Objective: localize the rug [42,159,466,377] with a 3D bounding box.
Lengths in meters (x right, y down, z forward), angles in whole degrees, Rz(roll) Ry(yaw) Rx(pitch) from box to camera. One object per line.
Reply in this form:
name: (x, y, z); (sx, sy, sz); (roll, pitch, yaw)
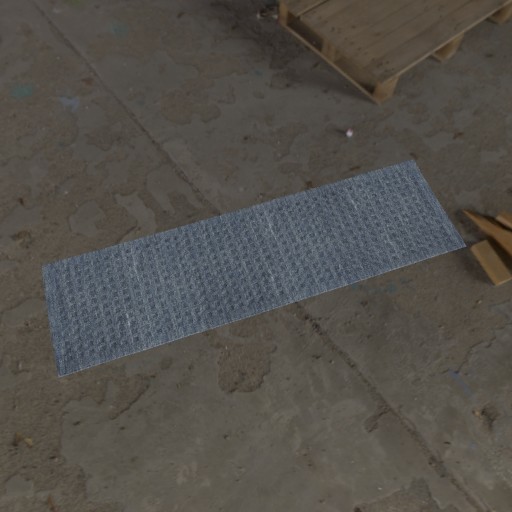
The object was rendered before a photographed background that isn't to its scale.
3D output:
rug: (0.000, 0.000, 2.643); (2.443, 0.008, 0.688); (-17, 65, -8)
